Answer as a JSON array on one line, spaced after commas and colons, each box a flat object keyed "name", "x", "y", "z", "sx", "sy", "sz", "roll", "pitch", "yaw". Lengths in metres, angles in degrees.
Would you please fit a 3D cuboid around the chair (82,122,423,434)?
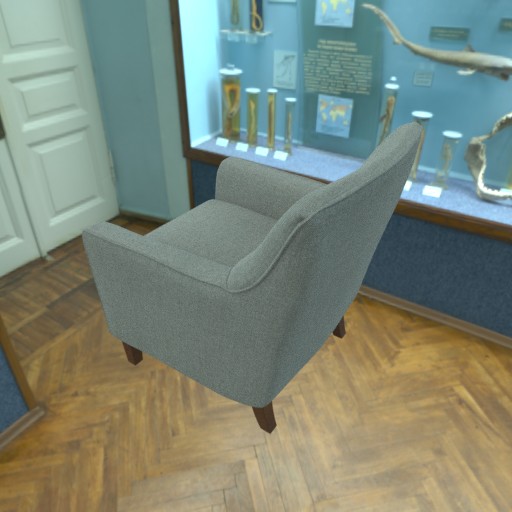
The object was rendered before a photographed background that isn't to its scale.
[{"name": "chair", "x": 0.000, "y": 0.000, "z": 1.786, "sx": 0.993, "sy": 1.047, "sz": 0.887, "roll": 21, "pitch": 39, "yaw": 28}]
